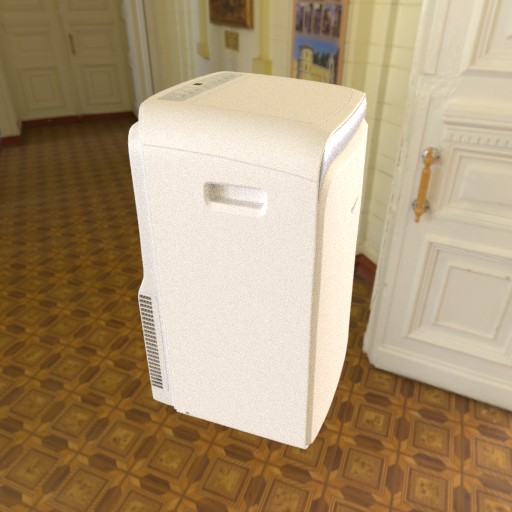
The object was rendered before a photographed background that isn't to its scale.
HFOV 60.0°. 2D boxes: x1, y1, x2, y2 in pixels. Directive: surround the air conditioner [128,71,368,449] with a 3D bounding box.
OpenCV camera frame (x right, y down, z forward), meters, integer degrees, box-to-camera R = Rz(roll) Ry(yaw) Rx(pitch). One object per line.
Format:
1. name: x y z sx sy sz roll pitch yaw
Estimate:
1. air conditioner: 0.000 0.000 1.063 0.467 0.765 0.478 12 34 18
